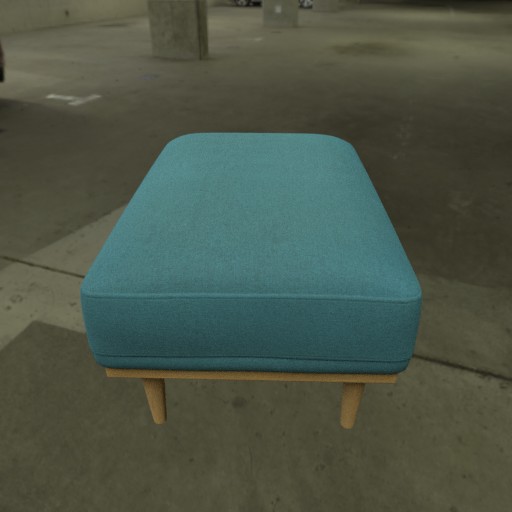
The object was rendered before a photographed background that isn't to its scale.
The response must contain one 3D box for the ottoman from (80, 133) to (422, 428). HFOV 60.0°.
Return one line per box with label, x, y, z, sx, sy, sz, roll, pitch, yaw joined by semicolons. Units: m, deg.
ottoman;0.000;0.000;1.054;0.549;0.428;0.749;1;32;1
